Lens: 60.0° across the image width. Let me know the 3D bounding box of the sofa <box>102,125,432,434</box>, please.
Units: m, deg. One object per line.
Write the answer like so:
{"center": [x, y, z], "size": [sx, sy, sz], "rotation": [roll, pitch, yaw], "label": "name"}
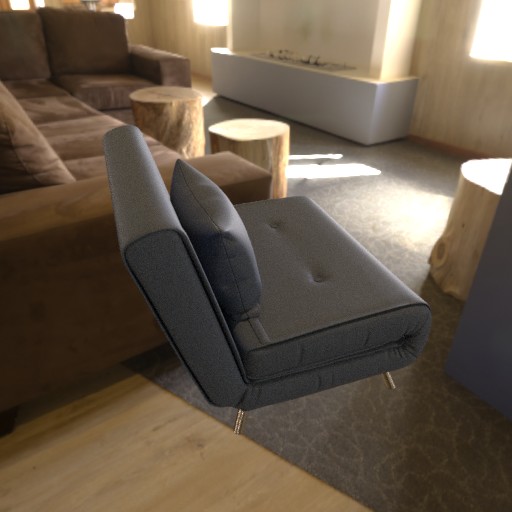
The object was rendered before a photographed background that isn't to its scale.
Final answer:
{"center": [0.000, 0.000, 1.750], "size": [0.996, 0.860, 0.999], "rotation": [-10, 33, -16], "label": "sofa"}
